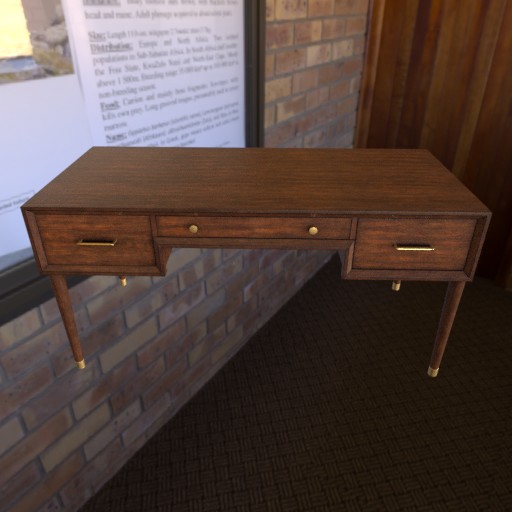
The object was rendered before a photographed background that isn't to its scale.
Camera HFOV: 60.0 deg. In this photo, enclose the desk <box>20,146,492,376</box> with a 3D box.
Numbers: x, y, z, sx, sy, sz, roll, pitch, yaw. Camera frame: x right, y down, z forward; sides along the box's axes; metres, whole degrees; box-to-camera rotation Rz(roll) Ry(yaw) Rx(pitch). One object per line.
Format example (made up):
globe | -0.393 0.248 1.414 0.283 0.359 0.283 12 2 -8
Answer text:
desk | 0.000 0.000 1.969 1.575 0.762 0.724 1 30 1
